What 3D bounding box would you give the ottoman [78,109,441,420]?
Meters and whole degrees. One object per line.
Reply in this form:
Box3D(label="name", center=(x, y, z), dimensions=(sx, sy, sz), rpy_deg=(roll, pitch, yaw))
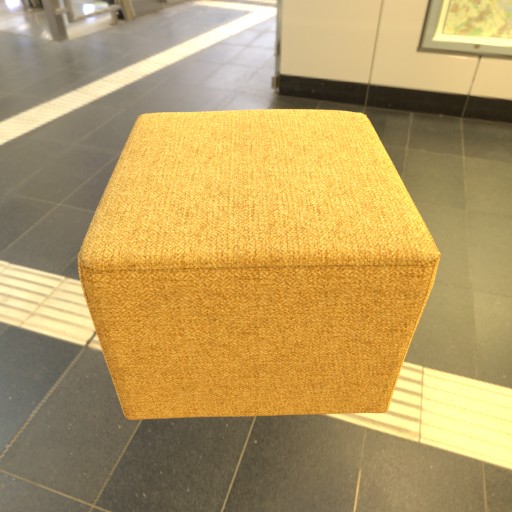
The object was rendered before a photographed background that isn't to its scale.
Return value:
Box3D(label="ottoman", center=(0.000, 0.000, 0.898), dimensions=(0.505, 0.441, 0.512), rpy_deg=(-1, 40, -1))
